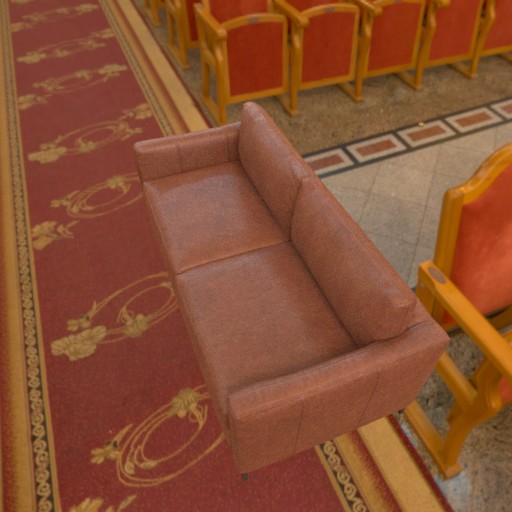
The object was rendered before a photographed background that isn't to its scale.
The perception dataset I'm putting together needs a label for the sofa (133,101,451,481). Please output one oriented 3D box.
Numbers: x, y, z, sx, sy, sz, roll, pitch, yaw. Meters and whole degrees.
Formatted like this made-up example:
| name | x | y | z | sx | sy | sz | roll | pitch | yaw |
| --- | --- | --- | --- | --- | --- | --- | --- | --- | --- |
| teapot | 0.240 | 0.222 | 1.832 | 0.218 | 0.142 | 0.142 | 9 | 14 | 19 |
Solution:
| name | x | y | z | sx | sy | sz | roll | pitch | yaw |
| --- | --- | --- | --- | --- | --- | --- | --- | --- | --- |
| sofa | 0.000 | 0.000 | 2.265 | 0.899 | 0.883 | 1.797 | -16 | 49 | -15 |
